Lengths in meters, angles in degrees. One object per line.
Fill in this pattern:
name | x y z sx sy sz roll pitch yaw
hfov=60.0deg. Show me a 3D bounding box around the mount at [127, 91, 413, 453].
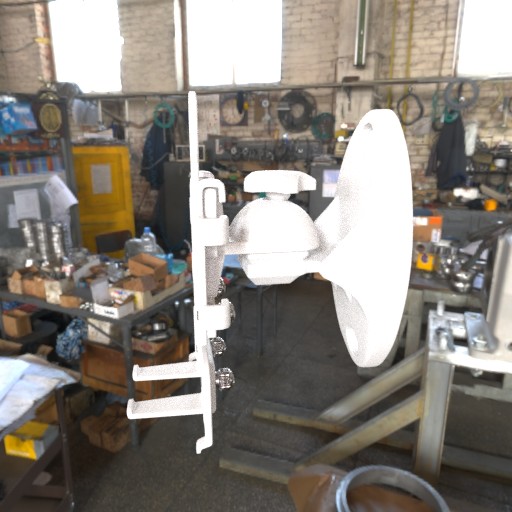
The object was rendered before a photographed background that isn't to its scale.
mount | 0.000 0.000 0.170 0.100 0.118 0.066 -3 15 -10
